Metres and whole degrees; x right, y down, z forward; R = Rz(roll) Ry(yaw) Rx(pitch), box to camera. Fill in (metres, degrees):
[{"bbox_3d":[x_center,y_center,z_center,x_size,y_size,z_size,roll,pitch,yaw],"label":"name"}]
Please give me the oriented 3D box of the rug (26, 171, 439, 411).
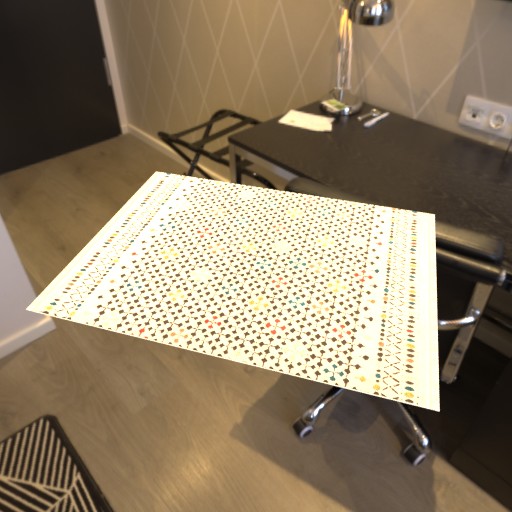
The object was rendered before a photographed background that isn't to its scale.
[{"bbox_3d":[0.000,0.000,2.002,1.556,0.006,1.146,11,41,13],"label":"rug"}]
